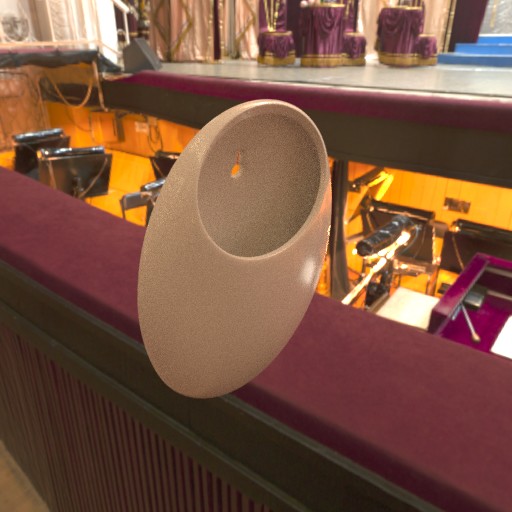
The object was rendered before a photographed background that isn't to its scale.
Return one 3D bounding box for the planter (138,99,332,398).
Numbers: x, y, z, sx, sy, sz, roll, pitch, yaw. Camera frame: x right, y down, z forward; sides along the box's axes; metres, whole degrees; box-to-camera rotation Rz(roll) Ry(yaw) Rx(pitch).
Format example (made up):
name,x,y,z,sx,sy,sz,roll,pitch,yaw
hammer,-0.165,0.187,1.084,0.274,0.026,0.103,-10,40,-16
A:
name,x,y,z,sx,sy,sz,roll,pitch,yaw
planter,0.000,0.000,0.281,0.043,0.188,0.185,18,31,33
